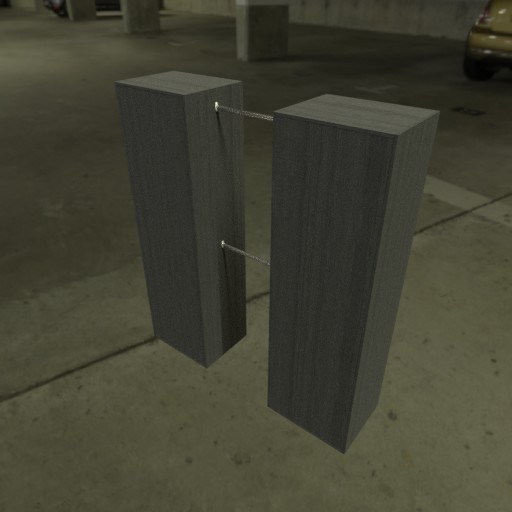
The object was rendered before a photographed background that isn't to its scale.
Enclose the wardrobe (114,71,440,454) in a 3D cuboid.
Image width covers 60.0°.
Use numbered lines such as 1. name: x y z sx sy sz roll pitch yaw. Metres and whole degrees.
1. wardrobe: 0.000 0.000 2.860 1.770 2.000 0.480 22 38 32
